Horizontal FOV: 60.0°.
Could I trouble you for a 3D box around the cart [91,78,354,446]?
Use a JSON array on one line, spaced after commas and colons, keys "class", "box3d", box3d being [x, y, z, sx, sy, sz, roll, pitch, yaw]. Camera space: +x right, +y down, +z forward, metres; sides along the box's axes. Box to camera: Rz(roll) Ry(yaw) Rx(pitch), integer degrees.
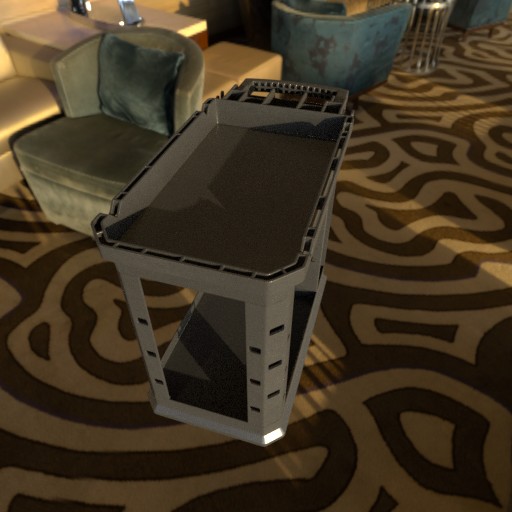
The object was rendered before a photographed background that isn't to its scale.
[{"class": "cart", "box3d": [0.000, 0.000, 1.573, 0.497, 0.884, 1.061, 12, 44, 13]}]
